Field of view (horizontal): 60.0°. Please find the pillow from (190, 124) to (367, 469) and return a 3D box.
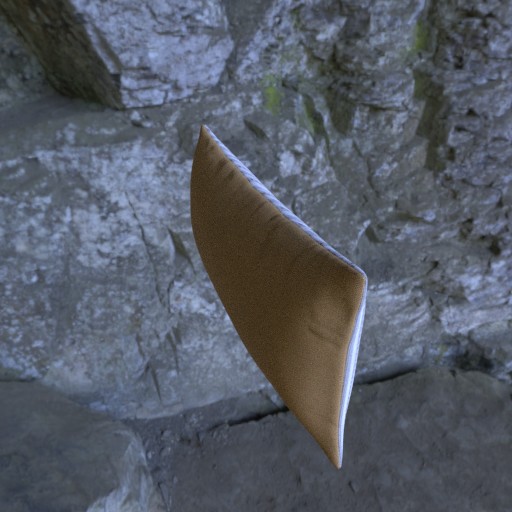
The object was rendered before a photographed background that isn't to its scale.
[{"bbox_3d":[0.000,0.000,0.728,0.151,0.291,0.608,-11,32,-17],"label":"pillow"}]
